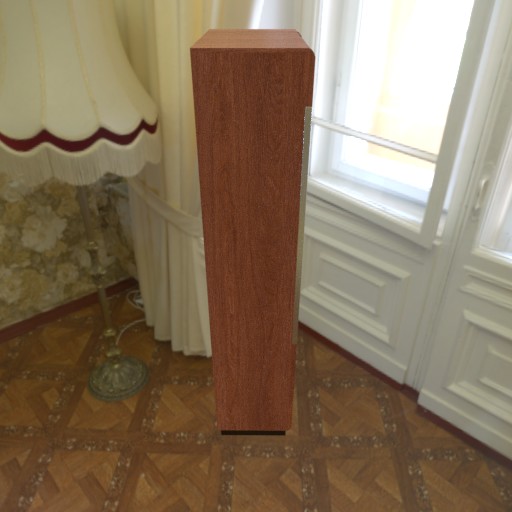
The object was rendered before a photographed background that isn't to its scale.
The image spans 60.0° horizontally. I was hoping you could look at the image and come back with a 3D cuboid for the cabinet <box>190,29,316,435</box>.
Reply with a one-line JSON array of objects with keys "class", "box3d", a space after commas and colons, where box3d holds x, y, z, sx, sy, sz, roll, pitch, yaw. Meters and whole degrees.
[{"class": "cabinet", "box3d": [0.000, 0.000, 2.225, 0.420, 1.980, 0.660, 0, 32, 0]}]
